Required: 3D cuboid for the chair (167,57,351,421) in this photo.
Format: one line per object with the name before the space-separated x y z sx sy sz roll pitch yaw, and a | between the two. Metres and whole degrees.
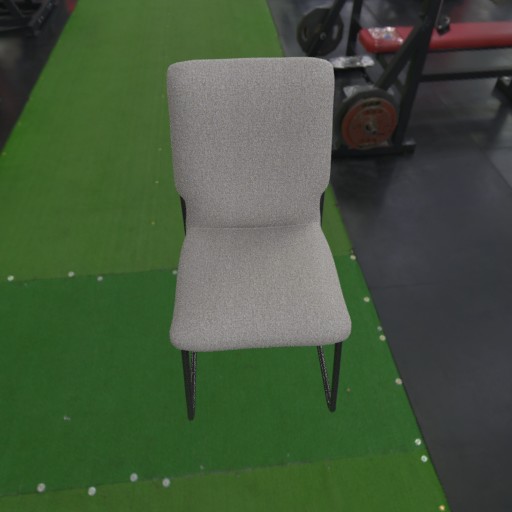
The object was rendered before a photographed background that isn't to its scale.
chair | 0.000 0.000 1.203 0.448 0.864 0.560 -3 47 -2
